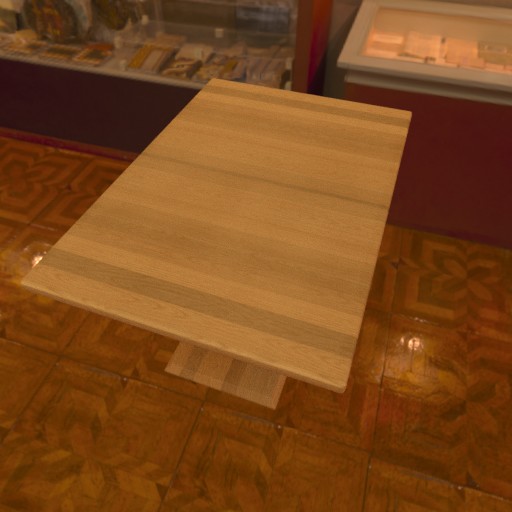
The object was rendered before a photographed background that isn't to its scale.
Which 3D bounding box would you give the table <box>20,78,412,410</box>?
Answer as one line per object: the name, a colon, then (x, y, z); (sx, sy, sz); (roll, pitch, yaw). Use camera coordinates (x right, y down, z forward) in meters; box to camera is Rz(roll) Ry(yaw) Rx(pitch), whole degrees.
table: (0.000, 0.000, 1.792); (0.900, 0.770, 1.300); (15, 49, 14)
